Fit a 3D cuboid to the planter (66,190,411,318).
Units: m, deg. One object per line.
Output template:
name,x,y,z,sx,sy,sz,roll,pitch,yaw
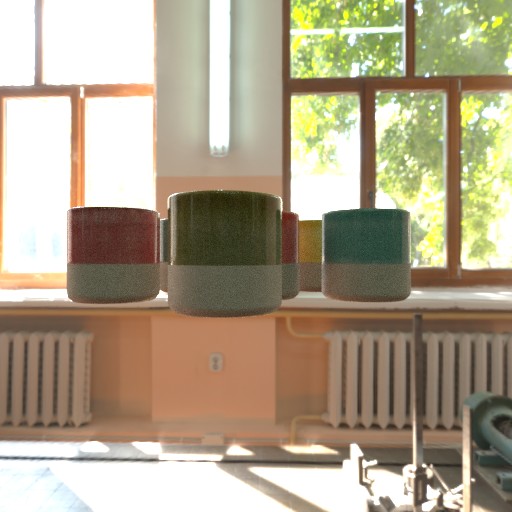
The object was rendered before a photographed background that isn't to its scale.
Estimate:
planter,0.000,0.000,0.411,0.257,0.075,0.286,0,0,37
